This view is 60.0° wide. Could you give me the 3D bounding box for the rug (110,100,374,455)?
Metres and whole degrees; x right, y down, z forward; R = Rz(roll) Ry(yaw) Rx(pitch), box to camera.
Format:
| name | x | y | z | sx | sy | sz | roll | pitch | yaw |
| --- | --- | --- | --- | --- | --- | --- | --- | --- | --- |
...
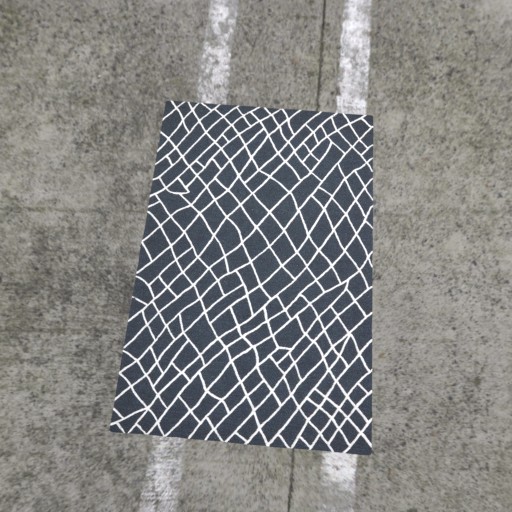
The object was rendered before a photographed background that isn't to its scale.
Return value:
| name | x | y | z | sx | sy | sz | roll | pitch | yaw |
| --- | --- | --- | --- | --- | --- | --- | --- | --- | --- |
| rug | 0.000 | 0.000 | 2.324 | 1.223 | 0.013 | 1.830 | 5 | 72 | 1 |
